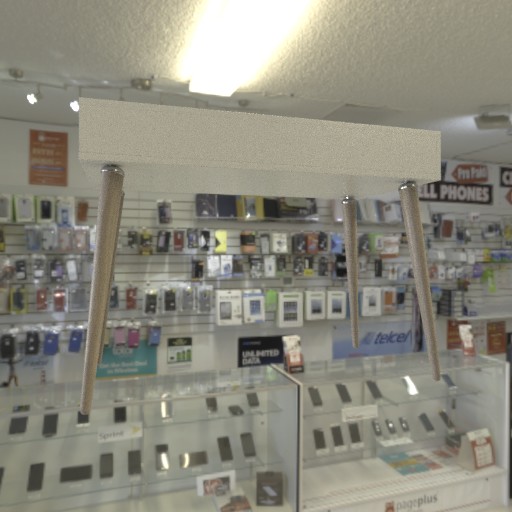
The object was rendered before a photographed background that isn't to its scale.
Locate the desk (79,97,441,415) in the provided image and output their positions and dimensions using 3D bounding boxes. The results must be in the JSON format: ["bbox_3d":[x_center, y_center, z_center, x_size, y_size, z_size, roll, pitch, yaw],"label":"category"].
[{"bbox_3d":[0.000,0.000,1.372,0.979,0.723,0.491,0,0,-16],"label":"desk"}]
